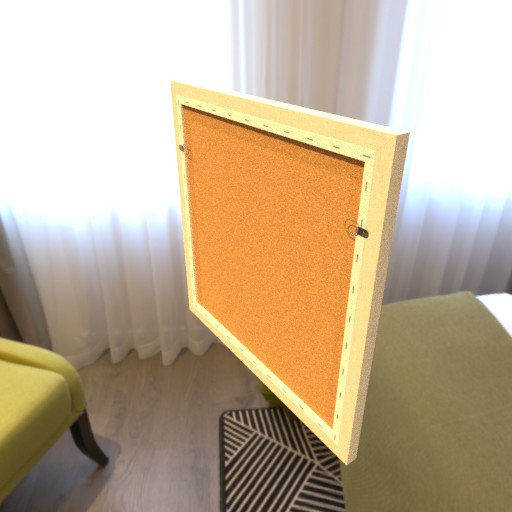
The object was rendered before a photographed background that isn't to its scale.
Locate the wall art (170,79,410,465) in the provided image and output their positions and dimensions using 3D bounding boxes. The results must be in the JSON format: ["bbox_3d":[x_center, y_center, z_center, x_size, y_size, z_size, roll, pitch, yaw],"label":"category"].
[{"bbox_3d":[0.000,0.000,1.500,0.045,1.016,1.016,-19,34,-31],"label":"wall art"}]
